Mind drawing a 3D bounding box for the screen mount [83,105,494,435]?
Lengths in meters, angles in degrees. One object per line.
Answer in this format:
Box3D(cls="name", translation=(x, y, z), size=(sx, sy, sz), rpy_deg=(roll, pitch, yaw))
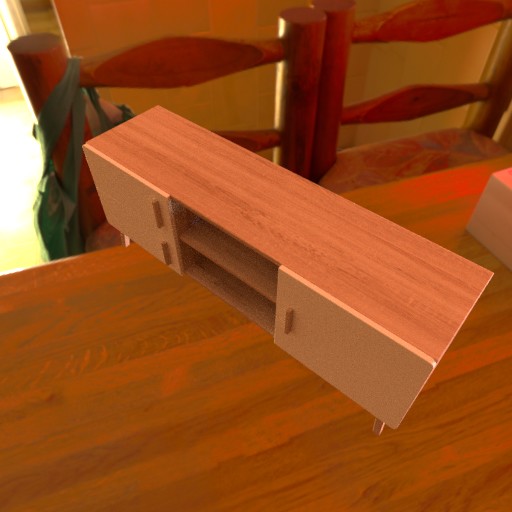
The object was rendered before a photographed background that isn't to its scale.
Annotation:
Box3D(cls="screen mount", translation=(0.000, 0.000, 1.746), size=(1.500, 0.570, 0.420), rpy_deg=(32, 55, 26))
